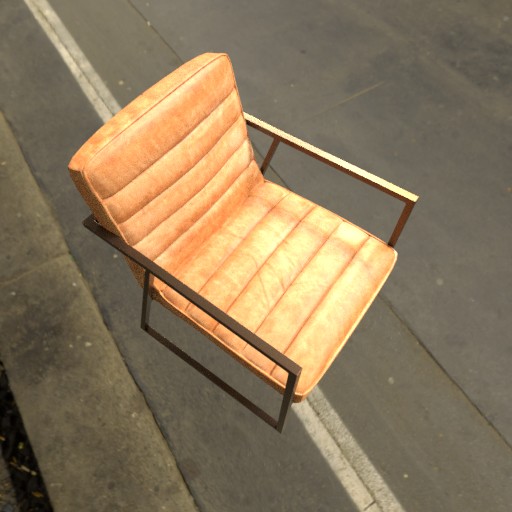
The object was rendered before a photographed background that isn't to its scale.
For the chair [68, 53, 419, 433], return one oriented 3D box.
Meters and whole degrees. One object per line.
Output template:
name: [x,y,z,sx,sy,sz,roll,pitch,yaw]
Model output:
chair: [0.000,0.000,1.268,0.677,0.832,0.571,32,64,18]
